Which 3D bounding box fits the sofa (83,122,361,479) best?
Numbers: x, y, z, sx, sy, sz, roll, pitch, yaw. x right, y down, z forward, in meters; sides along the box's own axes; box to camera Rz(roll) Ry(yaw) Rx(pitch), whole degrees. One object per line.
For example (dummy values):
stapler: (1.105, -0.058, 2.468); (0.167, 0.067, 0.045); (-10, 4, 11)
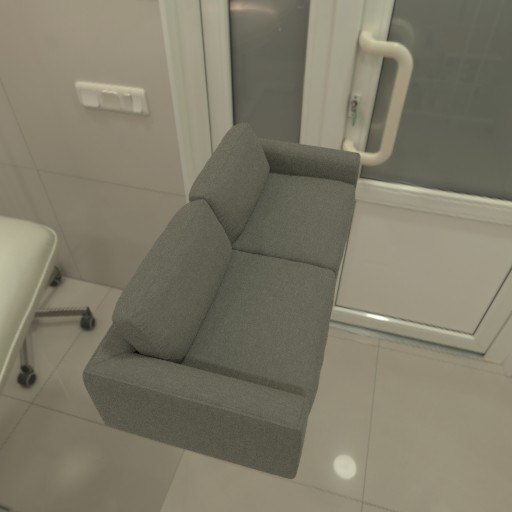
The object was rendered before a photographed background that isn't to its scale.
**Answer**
sofa: (0.000, 0.000, 2.787); (1.070, 0.801, 2.262); (11, 46, 11)
